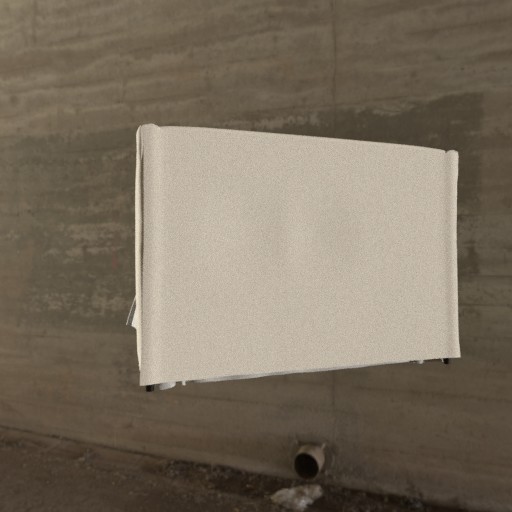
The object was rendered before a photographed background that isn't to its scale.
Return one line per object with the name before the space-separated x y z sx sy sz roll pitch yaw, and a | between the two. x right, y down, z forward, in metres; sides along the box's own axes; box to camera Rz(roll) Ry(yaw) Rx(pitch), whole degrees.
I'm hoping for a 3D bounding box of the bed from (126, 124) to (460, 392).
bed | 0.000 0.000 3.498 1.925 1.332 2.276 0 0 -18
